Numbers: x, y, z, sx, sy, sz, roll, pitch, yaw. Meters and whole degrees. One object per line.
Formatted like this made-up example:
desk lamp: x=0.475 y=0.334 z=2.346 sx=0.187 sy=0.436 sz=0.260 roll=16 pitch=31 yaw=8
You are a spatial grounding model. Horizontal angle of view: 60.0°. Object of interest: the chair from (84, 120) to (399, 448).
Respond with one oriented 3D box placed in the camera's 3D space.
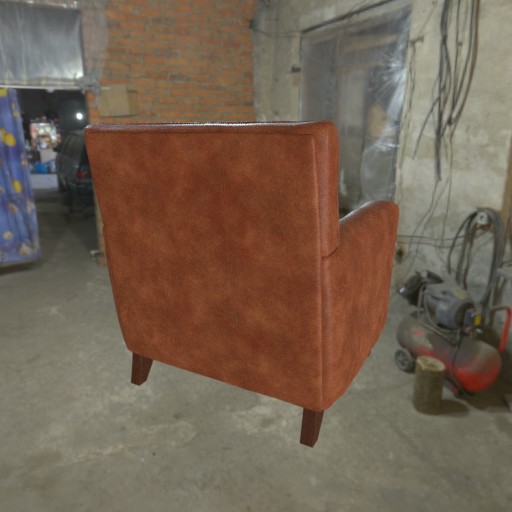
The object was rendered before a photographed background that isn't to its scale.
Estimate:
chair: x=0.000 y=0.000 z=1.649 sx=0.870 sy=0.943 sz=0.823 roll=9 pitch=18 yaw=28
